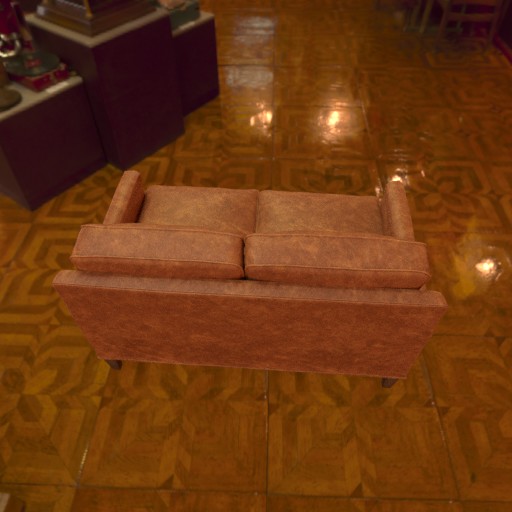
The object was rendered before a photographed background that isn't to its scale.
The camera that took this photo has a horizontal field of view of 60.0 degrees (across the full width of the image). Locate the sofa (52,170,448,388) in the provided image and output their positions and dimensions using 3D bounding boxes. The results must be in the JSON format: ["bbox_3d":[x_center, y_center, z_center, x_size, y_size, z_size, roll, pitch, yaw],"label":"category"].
[{"bbox_3d":[0.000,0.000,2.278,1.597,1.003,1.084,3,47,3],"label":"sofa"}]
